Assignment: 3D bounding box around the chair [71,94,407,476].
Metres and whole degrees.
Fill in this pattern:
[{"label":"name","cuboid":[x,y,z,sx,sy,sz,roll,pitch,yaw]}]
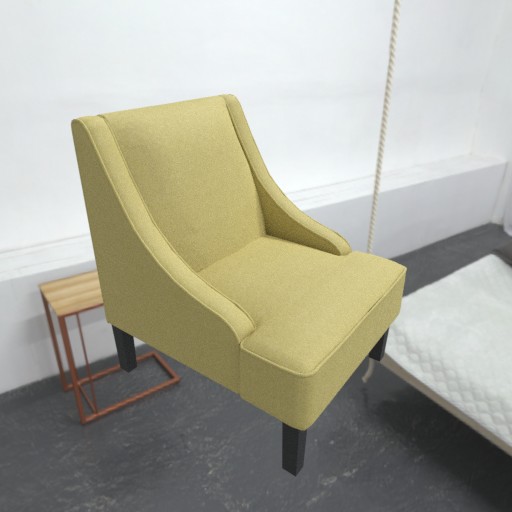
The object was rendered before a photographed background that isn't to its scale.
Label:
[{"label":"chair","cuboid":[0.000,0.000,1.460,0.814,0.896,0.696,18,32,32]}]
